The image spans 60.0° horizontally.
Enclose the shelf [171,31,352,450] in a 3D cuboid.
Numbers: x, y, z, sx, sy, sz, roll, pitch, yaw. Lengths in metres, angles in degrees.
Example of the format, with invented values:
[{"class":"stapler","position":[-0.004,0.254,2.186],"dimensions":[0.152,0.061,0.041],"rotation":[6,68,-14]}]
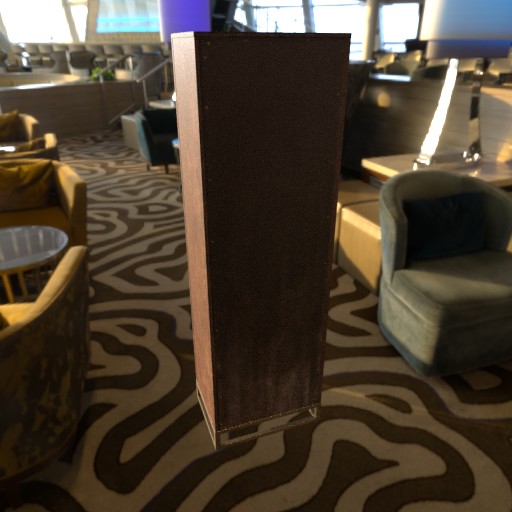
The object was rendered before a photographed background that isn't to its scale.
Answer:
[{"class":"shelf","position":[0.000,0.000,1.927],"dimensions":[0.539,1.732,0.395],"rotation":[-9,27,-18]}]
